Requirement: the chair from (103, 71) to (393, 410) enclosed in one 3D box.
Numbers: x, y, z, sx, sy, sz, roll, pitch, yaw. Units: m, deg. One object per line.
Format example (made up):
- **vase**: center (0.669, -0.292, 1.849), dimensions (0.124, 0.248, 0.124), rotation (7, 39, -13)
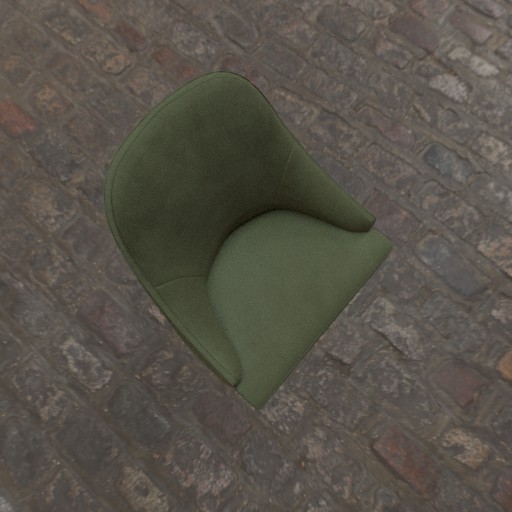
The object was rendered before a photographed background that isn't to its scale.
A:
- **chair**: center (0.000, 0.000, 1.268), dimensions (0.575, 0.889, 0.643), rotation (40, 78, 11)
